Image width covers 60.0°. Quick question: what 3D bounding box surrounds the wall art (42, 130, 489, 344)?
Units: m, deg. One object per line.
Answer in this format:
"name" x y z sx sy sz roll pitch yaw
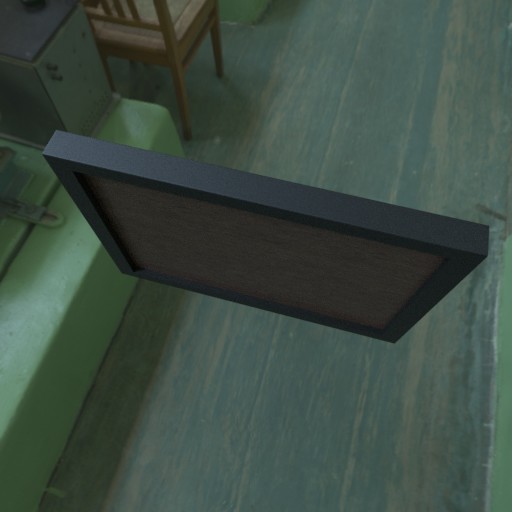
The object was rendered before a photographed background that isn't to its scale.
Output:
"wall art" 0.000 0.000 0.859 0.671 0.456 0.051 14 65 7
